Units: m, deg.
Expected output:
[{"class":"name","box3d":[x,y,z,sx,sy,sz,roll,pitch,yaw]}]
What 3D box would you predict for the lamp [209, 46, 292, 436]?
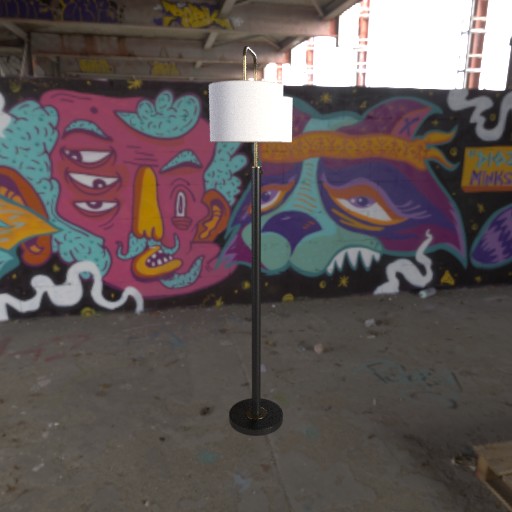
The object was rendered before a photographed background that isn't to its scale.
[{"class":"lamp","box3d":[0.000,0.000,1.899,0.254,1.587,0.711,2,14,8]}]
